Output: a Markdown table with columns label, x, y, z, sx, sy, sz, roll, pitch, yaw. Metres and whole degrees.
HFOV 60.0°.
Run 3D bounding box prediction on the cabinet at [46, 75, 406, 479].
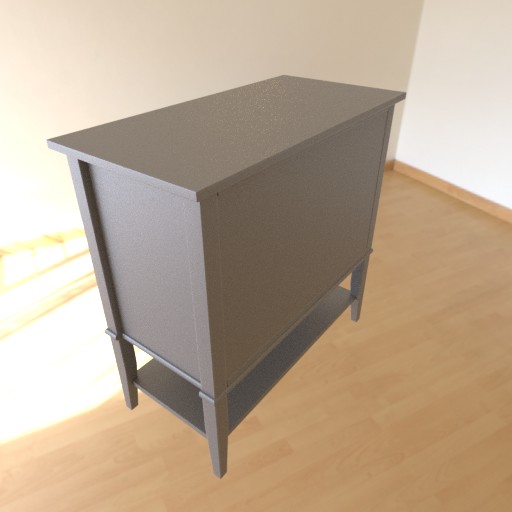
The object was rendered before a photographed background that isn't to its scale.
| label | x | y | z | sx | sy | sz | roll | pitch | yaw |
| --- | --- | --- | --- | --- | --- | --- | --- | --- | --- |
| cabinet | 0.000 | 0.000 | 1.221 | 0.396 | 0.780 | 0.801 | 22 | 39 | 31 |
